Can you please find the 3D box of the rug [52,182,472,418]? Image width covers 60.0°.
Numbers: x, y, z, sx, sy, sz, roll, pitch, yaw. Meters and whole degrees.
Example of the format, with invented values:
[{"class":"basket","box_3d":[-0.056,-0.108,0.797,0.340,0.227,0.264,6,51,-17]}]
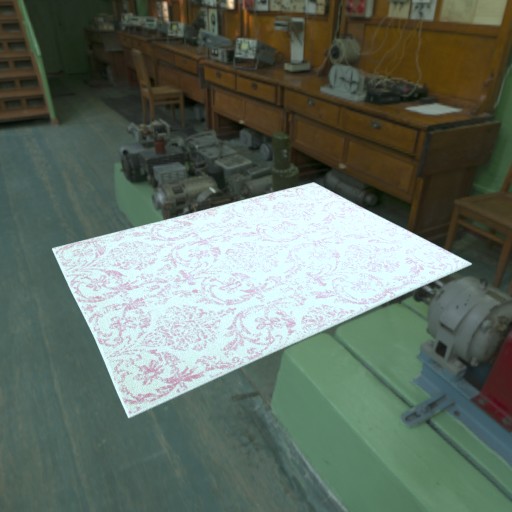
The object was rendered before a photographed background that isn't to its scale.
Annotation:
[{"class":"rug","box_3d":[0.000,0.000,2.863,2.202,0.014,1.598,-18,36,-27]}]
